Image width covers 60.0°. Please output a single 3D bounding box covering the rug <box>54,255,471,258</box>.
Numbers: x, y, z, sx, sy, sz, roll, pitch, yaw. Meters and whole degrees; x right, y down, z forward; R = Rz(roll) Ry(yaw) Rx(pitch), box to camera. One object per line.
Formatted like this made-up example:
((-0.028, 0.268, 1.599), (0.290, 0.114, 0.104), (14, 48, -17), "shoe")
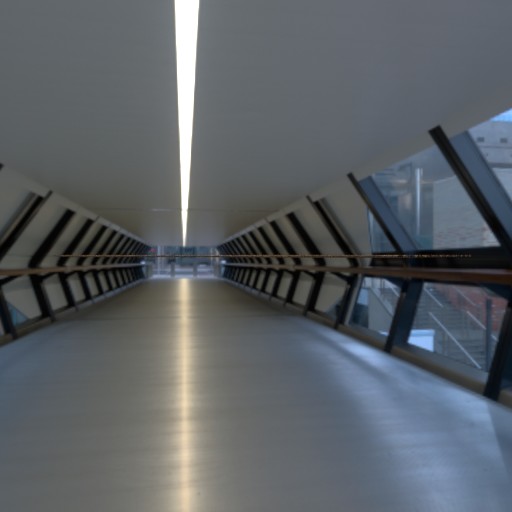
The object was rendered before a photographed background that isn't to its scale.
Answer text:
((0.000, 0.000, 3.034), (2.434, 0.010, 1.516), (0, 0, 35), "rug")
